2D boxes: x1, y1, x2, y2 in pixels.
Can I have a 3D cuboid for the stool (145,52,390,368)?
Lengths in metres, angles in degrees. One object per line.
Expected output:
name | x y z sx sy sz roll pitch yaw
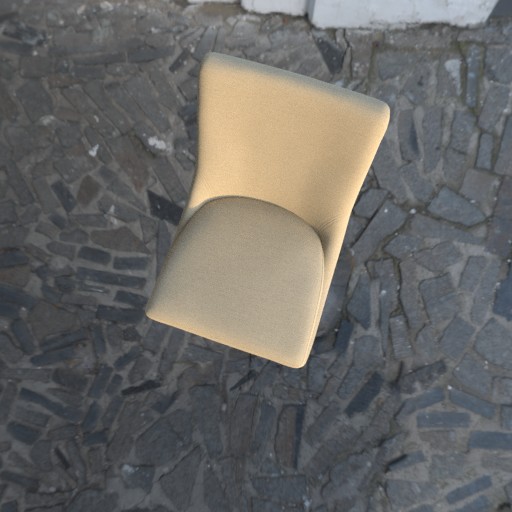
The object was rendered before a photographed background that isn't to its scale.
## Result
stool | 0.000 0.000 1.378 0.470 1.078 0.577 18 77 4
